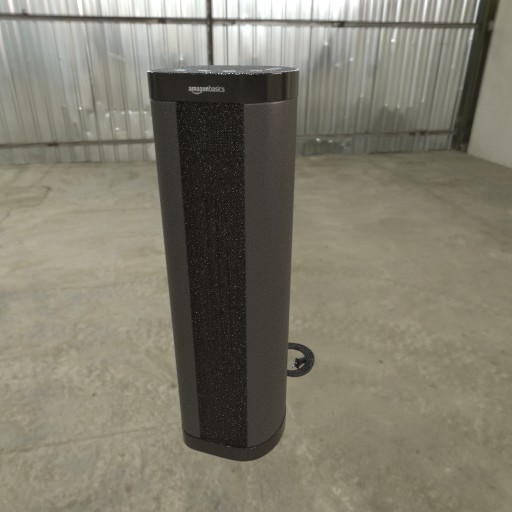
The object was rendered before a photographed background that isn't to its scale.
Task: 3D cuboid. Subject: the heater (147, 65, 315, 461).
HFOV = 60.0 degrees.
[{"bbox_3d":[0.000,0.000,0.697,0.174,0.552,0.312,8,27,16],"label":"heater"}]
